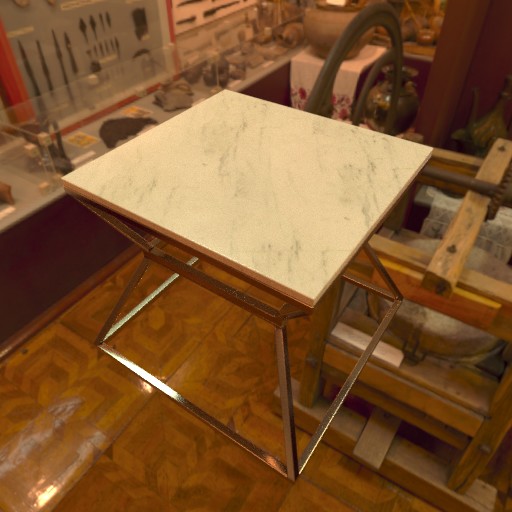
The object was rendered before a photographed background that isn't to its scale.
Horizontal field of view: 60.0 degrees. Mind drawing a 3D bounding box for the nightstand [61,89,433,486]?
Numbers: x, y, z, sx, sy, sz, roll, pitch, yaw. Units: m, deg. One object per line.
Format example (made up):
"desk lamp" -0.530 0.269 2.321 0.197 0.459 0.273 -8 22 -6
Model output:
"nightstand" 0.000 0.000 0.886 0.513 0.426 0.514 25 48 25
